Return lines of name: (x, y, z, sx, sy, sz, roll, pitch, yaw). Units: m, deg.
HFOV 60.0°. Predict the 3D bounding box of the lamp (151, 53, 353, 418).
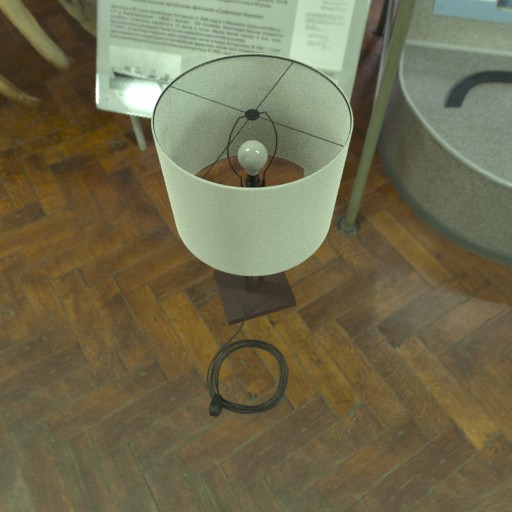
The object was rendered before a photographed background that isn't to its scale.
lamp: (0.000, 0.000, 1.017, 0.396, 0.668, 0.525, -15, 59, -10)
